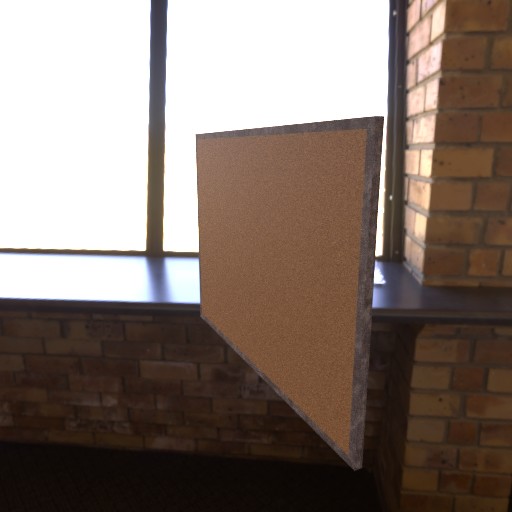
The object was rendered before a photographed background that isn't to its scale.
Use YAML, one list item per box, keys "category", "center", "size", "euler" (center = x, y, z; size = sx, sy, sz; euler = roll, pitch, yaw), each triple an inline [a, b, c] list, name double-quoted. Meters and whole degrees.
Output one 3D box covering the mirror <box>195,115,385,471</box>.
- category: "mirror"
  center: [0.000, 0.000, 1.432]
  size: [0.022, 0.795, 1.101]
  euler: [-6, 15, -25]
